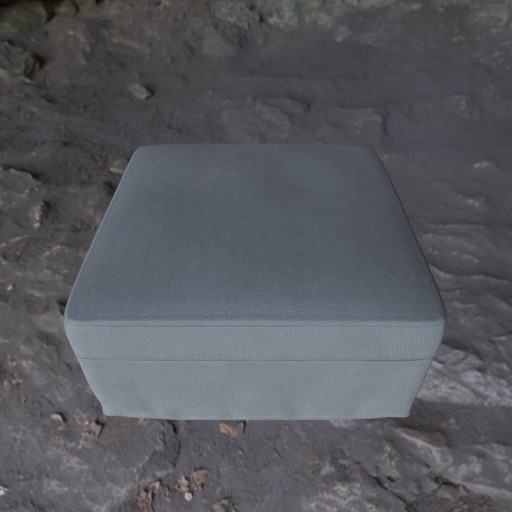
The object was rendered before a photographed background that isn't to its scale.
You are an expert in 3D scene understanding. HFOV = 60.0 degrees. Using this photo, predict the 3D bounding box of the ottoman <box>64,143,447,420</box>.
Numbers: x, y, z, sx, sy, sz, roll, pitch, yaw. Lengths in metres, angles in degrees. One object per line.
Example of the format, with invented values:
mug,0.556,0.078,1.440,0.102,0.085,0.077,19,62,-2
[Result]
ottoman,0.000,0.000,1.341,0.843,0.441,0.842,0,40,0
